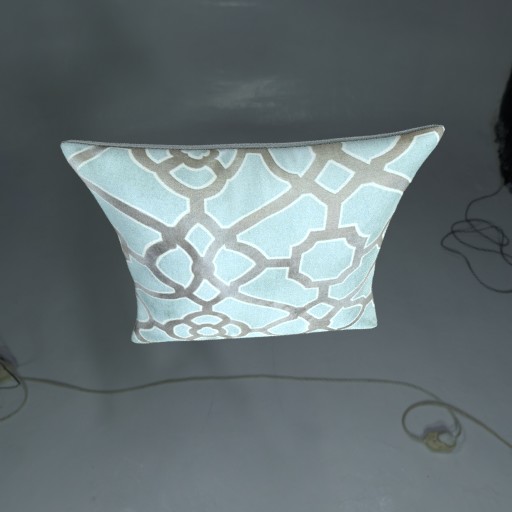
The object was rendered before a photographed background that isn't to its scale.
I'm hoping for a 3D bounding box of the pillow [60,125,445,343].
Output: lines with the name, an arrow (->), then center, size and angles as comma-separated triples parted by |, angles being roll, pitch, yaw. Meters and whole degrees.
pillow -> 0.000, 0.000, 0.815 | 0.552, 0.508, 0.166 | -3, 48, -3
